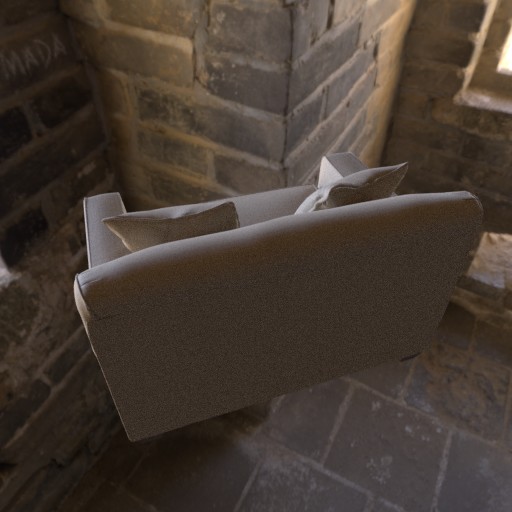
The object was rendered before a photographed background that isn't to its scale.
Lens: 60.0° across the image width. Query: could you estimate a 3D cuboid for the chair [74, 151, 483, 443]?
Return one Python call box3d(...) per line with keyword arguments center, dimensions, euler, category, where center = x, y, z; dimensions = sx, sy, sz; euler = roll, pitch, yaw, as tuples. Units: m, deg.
box3d(center=(0.000, 0.000, 1.982), dimensions=(1.383, 0.948, 1.000), euler=(-13, 43, -14), category="chair")
